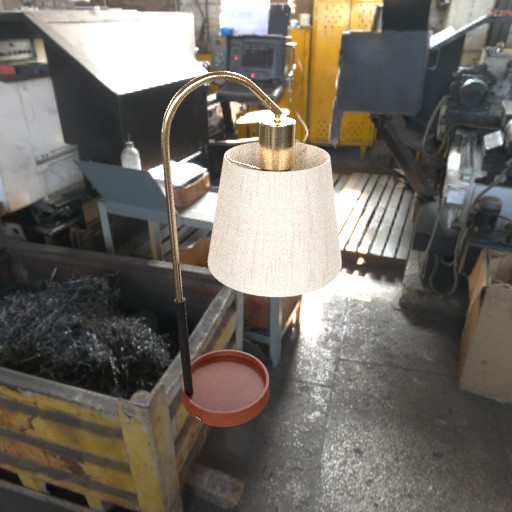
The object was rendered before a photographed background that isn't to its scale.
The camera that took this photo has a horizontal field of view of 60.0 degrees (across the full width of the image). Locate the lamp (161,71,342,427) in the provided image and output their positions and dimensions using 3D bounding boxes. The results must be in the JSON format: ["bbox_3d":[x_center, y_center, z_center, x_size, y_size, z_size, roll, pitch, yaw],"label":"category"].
[{"bbox_3d":[0.000,0.000,0.687,0.273,0.536,0.211,-11,31,-18],"label":"lamp"}]
